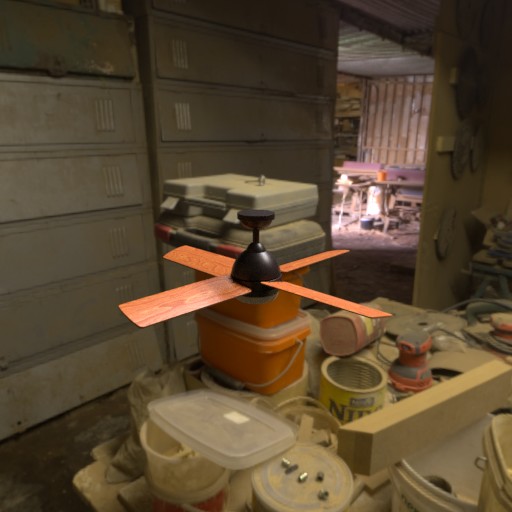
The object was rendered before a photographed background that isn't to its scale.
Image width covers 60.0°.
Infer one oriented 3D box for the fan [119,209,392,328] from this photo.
[{"bbox_3d":[0.000,0.000,2.039,1.332,0.403,1.332,-15,21,-43],"label":"fan"}]
